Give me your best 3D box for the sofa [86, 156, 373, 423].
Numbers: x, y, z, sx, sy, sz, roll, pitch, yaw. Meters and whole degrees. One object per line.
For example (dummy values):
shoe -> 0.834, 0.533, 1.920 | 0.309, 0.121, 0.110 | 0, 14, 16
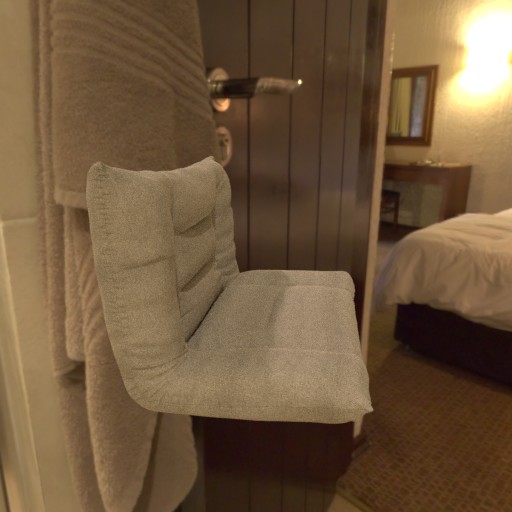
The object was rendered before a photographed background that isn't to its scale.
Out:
sofa -> 0.000, 0.000, 1.750 | 0.847, 0.795, 1.144 | 2, 16, 9
